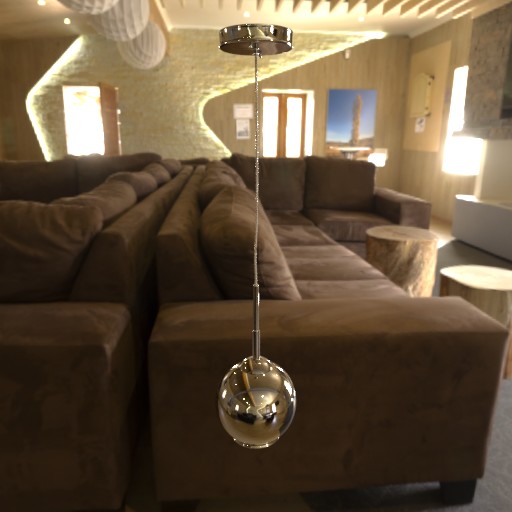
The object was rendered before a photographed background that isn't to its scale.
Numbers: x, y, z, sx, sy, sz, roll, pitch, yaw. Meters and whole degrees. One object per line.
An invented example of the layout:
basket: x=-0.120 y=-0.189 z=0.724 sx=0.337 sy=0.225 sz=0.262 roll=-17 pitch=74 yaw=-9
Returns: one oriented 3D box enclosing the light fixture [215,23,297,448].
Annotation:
light fixture: x=0.000 y=0.000 z=1.674 sx=0.336 sy=1.538 sz=0.336 roll=3 pitch=15 yaw=10
